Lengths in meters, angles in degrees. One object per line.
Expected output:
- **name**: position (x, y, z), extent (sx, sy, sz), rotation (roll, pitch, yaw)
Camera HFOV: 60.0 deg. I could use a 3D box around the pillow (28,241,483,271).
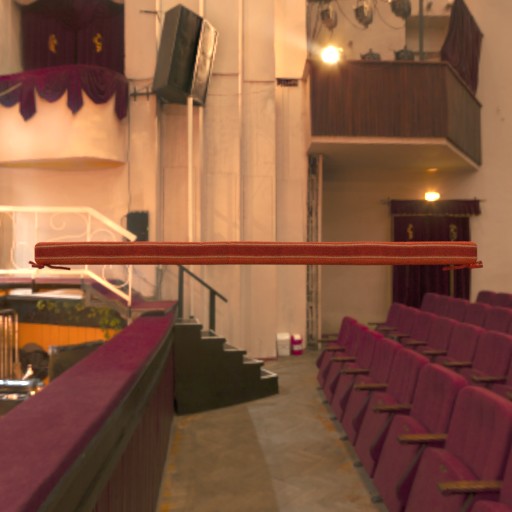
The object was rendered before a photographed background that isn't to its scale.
- **pillow**: position (0.000, 0.000, 1.339), extent (1.187, 0.081, 0.492), rotation (0, -1, 0)
